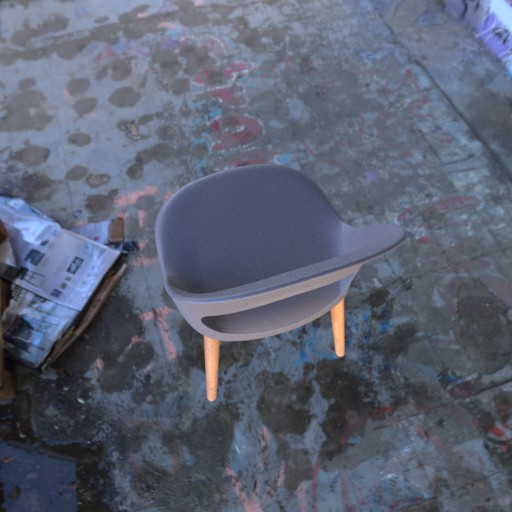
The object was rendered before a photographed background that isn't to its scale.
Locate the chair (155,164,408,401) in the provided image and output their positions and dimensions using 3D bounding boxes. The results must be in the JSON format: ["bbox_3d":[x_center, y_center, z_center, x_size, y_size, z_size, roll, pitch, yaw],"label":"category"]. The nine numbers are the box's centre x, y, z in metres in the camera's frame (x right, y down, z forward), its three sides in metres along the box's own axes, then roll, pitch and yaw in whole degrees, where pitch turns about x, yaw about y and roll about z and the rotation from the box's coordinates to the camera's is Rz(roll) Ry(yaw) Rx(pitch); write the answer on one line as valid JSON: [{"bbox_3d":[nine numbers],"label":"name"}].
[{"bbox_3d":[0.000,0.000,1.128,0.470,0.795,0.556,-16,62,-9],"label":"chair"}]
